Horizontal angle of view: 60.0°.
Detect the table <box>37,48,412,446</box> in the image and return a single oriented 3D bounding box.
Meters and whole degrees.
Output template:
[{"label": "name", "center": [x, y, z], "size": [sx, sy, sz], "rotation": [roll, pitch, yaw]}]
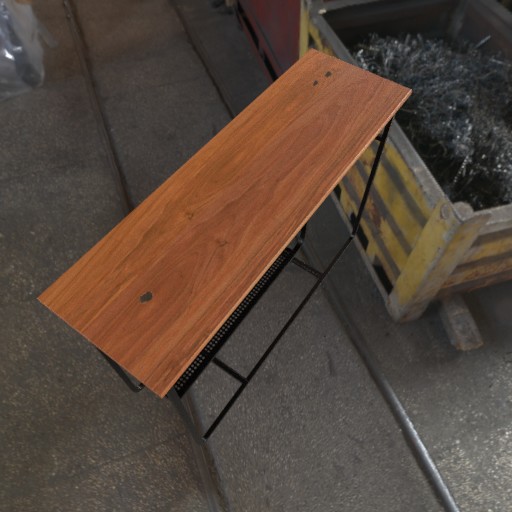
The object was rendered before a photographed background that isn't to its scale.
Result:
[{"label": "table", "center": [0.000, 0.000, 1.436], "size": [0.350, 0.750, 1.100], "rotation": [31, 63, 18]}]
